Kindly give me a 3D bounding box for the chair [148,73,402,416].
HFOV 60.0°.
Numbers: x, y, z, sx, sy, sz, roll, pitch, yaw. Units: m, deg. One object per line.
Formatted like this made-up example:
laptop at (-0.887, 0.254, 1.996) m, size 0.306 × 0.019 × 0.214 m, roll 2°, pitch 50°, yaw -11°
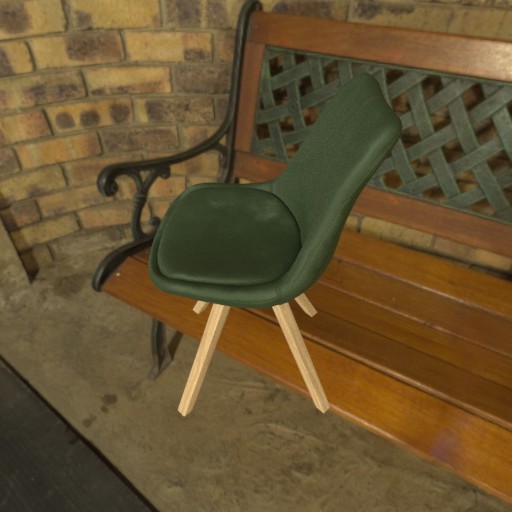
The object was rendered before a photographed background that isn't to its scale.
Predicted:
chair at (0.000, 0.000, 1.180) m, size 0.547 × 0.865 × 0.483 m, roll 0°, pitch 40°, yaw 0°
